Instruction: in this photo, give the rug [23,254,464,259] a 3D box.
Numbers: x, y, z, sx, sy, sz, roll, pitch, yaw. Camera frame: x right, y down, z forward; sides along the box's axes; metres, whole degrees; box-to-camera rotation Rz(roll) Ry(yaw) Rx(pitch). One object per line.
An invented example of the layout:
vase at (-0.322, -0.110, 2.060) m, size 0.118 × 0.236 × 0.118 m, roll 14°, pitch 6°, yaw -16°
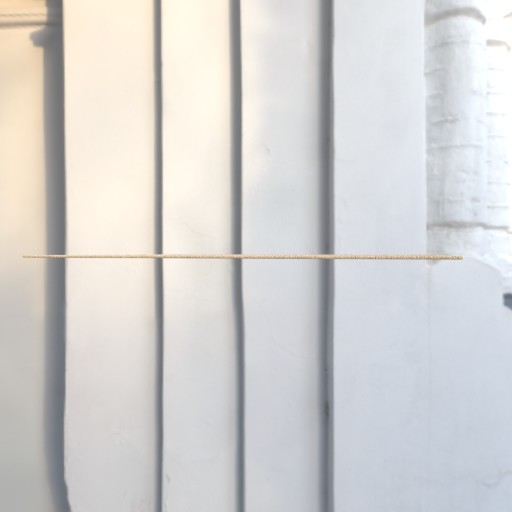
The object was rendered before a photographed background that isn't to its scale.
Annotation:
rug at (0.000, 0.000, 2.284) m, size 1.829 × 0.010 × 1.219 m, roll 0°, pitch 0°, yaw 19°
